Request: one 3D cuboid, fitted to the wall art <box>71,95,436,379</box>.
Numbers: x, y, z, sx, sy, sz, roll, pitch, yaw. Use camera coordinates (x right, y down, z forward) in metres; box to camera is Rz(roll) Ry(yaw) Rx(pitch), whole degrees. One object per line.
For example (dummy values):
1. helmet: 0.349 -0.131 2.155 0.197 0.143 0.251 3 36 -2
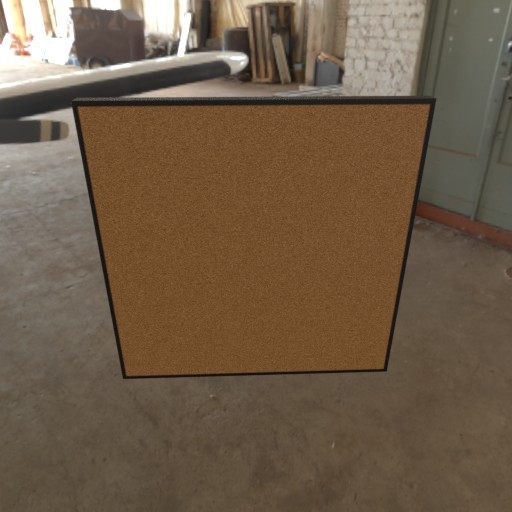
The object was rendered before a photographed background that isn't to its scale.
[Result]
1. wall art: 0.000 0.000 0.753 0.513 0.511 0.028 -1 28 -2
